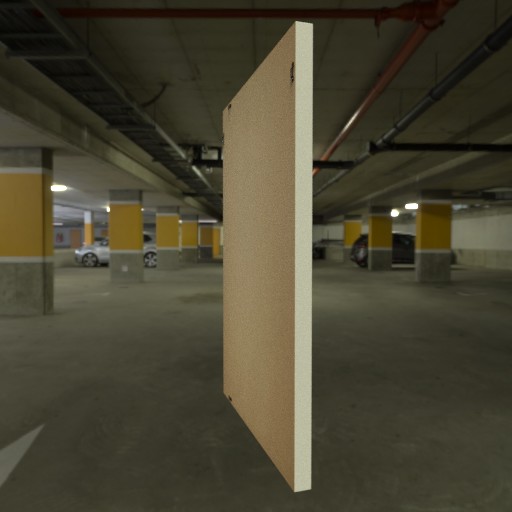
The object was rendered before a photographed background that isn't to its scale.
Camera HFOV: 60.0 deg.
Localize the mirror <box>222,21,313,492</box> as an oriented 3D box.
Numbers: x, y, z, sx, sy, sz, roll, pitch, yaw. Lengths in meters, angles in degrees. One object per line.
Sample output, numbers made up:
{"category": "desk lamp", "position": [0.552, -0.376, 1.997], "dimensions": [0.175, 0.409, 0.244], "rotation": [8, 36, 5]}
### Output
{"category": "mirror", "position": [0.000, 0.000, 1.155], "dimensions": [0.041, 0.914, 0.609], "rotation": [-1, 2, -17]}
